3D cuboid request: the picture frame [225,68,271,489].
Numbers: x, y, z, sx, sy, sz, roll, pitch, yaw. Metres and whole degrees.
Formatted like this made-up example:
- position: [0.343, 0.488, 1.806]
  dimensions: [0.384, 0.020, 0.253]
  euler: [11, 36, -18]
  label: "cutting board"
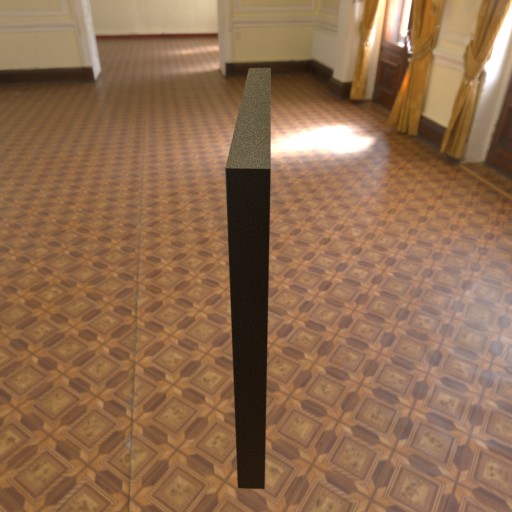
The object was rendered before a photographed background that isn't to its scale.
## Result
- position: [0.000, 0.000, 0.520]
  dimensions: [0.029, 0.353, 0.355]
  euler: [1, 32, 1]
  label: "picture frame"
